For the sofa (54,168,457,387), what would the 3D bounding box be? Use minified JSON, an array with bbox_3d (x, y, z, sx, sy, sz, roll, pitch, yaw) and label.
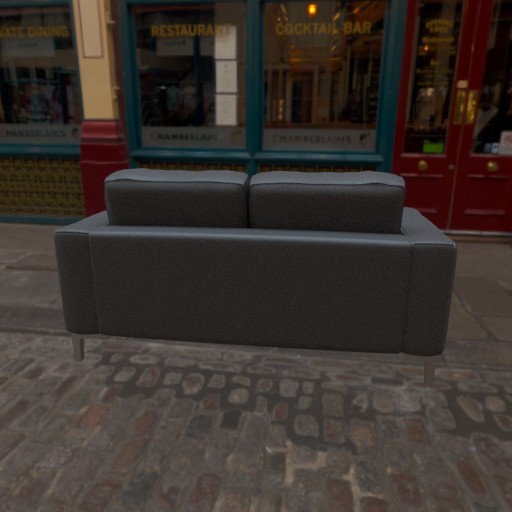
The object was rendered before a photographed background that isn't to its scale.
[{"bbox_3d":[0.000,0.000,2.257,1.726,0.893,0.833,2,16,7],"label":"sofa"}]
